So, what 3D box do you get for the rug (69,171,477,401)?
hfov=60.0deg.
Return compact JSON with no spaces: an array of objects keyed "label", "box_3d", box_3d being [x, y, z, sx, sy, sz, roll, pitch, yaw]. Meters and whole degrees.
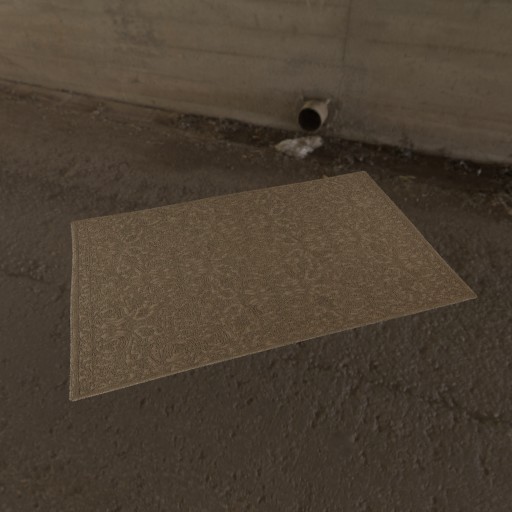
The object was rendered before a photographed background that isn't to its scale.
[{"label":"rug","box_3d":[0.000,0.000,3.037,2.435,0.012,1.529,-12,44,-12]}]
